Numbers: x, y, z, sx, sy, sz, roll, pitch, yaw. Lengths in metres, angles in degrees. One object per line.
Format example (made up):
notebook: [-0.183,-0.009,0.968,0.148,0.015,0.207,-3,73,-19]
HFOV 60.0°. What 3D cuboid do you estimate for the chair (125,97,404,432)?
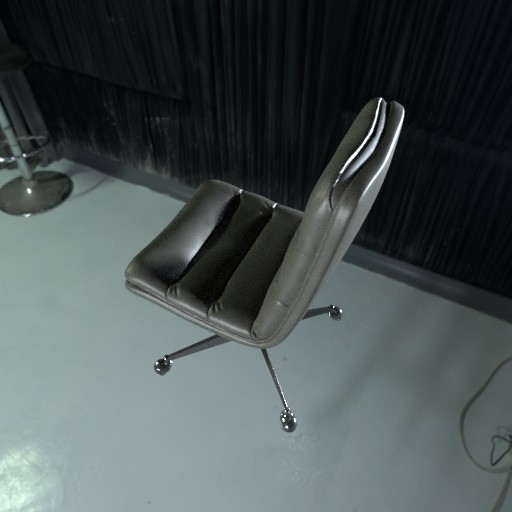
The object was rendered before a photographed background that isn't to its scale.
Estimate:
chair: [0.000,0.000,1.032,0.485,0.738,0.422,18,48,17]
